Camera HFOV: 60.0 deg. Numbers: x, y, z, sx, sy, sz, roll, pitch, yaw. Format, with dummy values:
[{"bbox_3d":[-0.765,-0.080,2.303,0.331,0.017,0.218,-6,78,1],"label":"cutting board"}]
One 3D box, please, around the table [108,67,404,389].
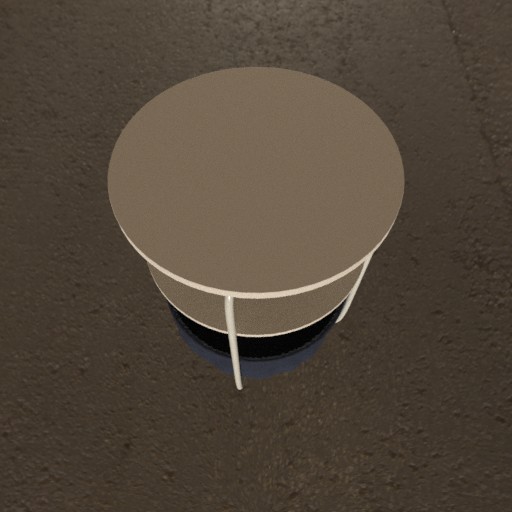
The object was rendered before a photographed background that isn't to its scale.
[{"bbox_3d":[0.000,0.000,0.862,0.418,0.532,0.418,-31,64,-17],"label":"table"}]
